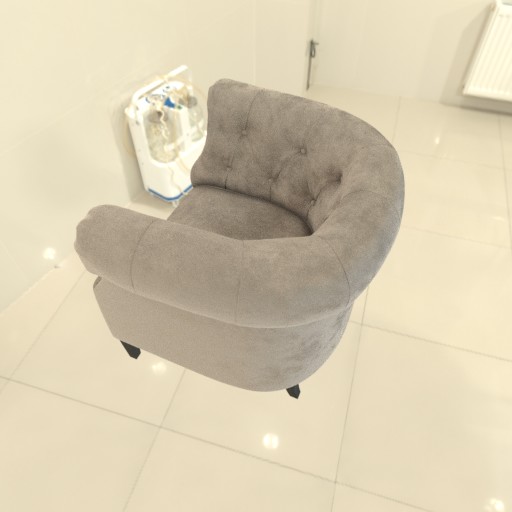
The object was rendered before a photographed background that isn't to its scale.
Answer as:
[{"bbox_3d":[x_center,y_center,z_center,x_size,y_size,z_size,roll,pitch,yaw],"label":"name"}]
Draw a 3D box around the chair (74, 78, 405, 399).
[{"bbox_3d":[0.000,0.000,1.556,0.851,0.826,0.904,18,52,15],"label":"chair"}]
